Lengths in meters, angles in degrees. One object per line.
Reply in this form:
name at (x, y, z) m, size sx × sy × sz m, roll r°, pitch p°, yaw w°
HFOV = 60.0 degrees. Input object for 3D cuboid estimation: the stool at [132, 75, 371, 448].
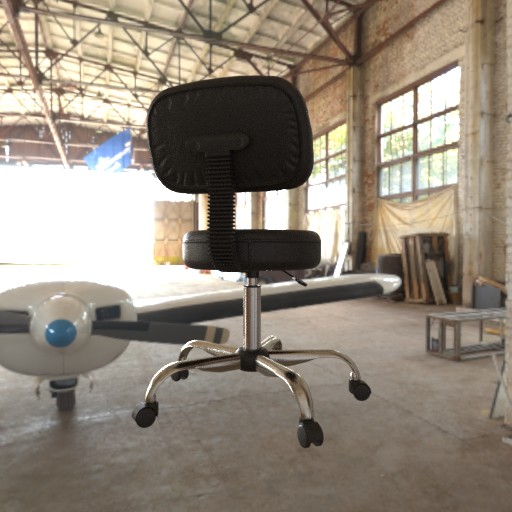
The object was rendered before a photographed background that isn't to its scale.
stool at (0.000, 0.000, 1.338) m, size 0.673 × 0.862 × 0.648 m, roll 0°, pitch 1°, yaw 17°
